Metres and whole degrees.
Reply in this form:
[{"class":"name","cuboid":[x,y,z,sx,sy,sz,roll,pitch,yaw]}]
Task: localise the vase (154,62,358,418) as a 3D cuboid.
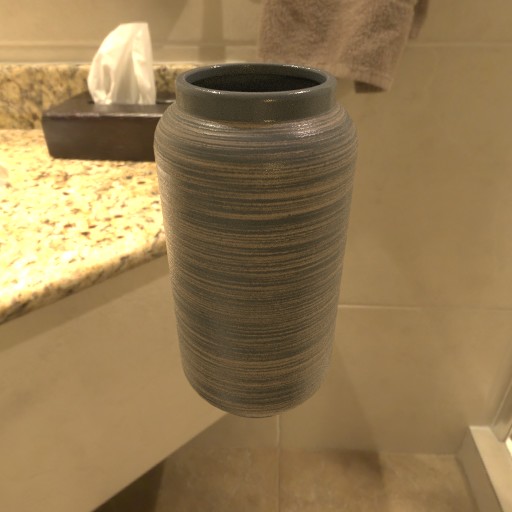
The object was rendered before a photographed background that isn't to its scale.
[{"class":"vase","cuboid":[0.000,0.000,0.300,0.116,0.230,0.116,0,33,0]}]
